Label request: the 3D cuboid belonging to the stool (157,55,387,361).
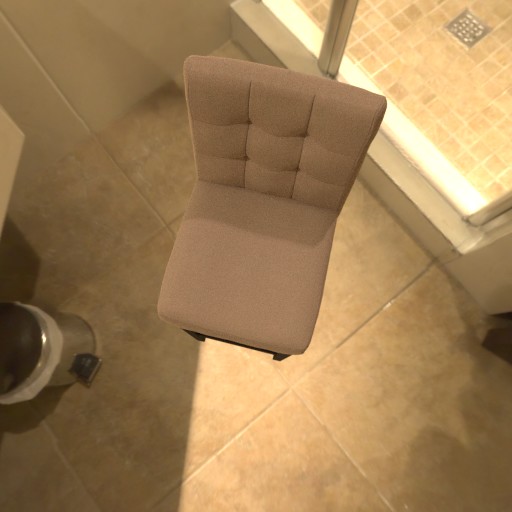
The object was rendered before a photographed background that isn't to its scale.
[{"bbox_3d":[0.000,0.000,1.307,0.411,1.047,0.548,14,77,3],"label":"stool"}]
